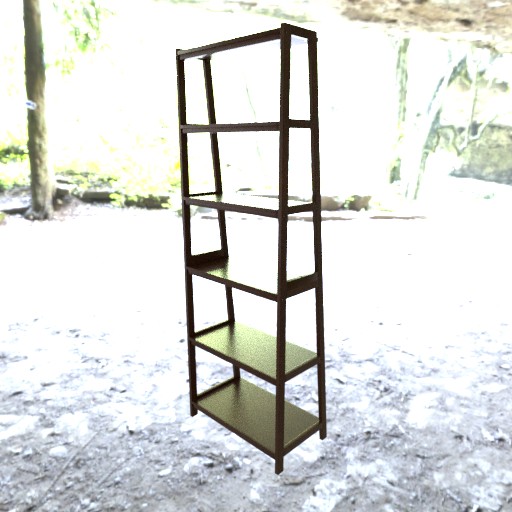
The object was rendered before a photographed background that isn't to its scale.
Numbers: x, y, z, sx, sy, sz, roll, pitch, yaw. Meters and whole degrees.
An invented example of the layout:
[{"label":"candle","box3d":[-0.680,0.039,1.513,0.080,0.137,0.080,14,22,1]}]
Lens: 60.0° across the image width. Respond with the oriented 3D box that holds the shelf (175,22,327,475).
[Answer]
[{"label":"shelf","box3d":[0.000,0.000,2.153,0.660,1.892,0.382,14,20,43]}]
